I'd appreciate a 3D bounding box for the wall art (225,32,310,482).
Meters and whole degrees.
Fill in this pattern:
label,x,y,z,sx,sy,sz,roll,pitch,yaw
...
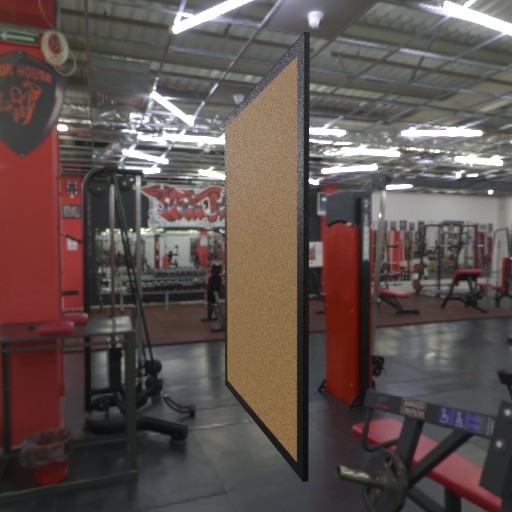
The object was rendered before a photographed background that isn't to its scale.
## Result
label,x,y,z,sx,sy,sz,roll,pitch,yaw
wall art,0.000,0.000,1.291,0.013,0.967,0.707,0,1,-18
